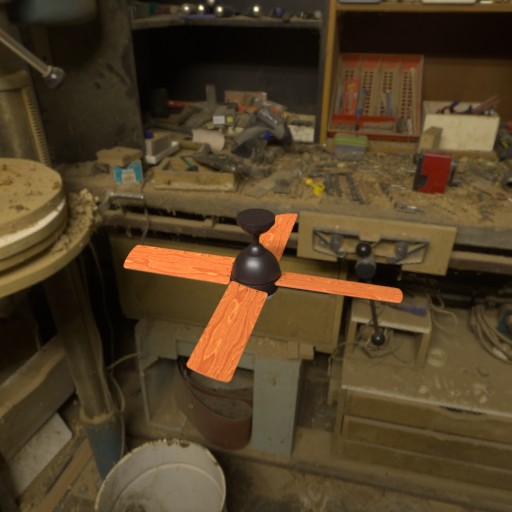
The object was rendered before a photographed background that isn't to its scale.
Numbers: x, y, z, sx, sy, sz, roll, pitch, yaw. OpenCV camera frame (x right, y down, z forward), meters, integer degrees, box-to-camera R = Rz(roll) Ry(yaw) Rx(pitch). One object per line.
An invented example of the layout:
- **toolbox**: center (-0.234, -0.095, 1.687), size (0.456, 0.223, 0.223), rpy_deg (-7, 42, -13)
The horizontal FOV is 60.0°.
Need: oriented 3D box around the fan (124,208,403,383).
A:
- **fan**: center (0.000, 0.000, 2.043), size (1.332, 0.403, 1.332), rpy_deg (8, 32, 13)
